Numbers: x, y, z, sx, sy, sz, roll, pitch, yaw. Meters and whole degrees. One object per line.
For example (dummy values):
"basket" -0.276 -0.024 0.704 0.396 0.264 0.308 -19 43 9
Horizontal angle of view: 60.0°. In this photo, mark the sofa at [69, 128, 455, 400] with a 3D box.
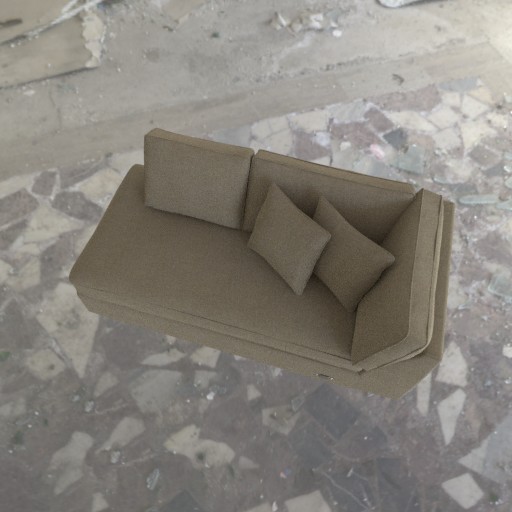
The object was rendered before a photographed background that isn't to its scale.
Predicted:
"sofa" 0.000 0.000 2.872 2.238 1.019 1.110 14 59 9
